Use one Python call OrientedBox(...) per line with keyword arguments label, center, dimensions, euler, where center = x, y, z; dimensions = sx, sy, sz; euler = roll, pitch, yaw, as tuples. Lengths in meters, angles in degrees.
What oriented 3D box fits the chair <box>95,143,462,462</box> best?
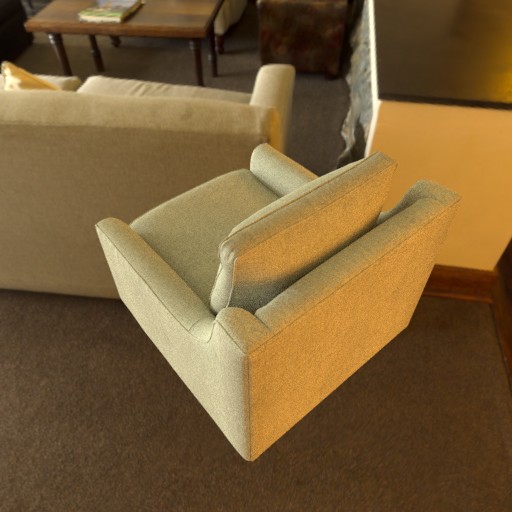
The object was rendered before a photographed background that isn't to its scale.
OrientedBox(label="chair", center=(0.000, 0.000, 1.594), dimensions=(0.838, 0.864, 0.918), euler=(-31, 54, -26))
